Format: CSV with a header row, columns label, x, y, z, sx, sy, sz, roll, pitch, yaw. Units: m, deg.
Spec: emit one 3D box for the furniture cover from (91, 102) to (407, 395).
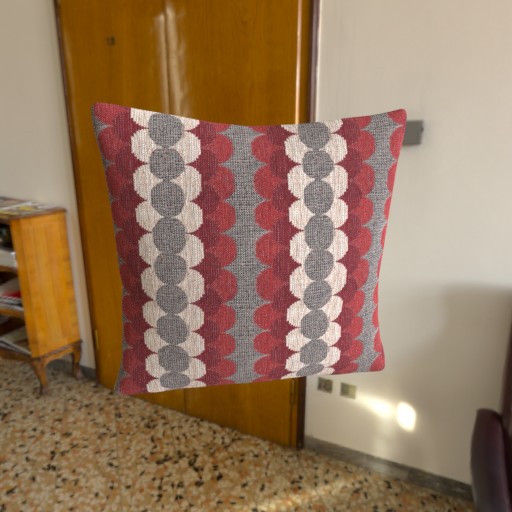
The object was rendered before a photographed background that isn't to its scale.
label,x,y,z,sx,sy,sz,roll,pitch,yaw
furniture cover,0.000,0.000,0.647,0.435,0.420,0.145,-3,17,-9
